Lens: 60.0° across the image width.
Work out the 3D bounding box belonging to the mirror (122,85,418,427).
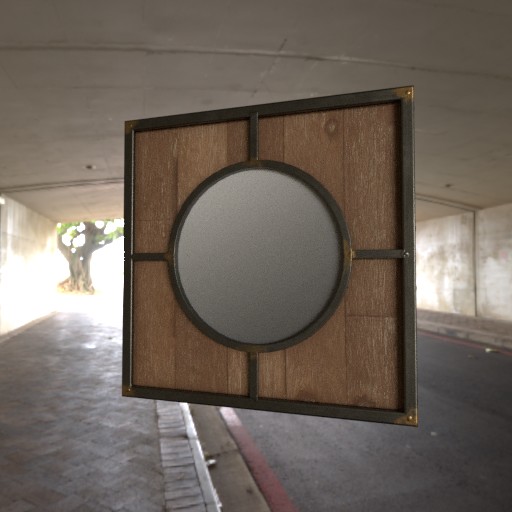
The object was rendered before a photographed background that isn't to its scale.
[{"bbox_3d":[0.000,0.000,0.561,0.382,0.381,0.020,-1,-2,18],"label":"mirror"}]
